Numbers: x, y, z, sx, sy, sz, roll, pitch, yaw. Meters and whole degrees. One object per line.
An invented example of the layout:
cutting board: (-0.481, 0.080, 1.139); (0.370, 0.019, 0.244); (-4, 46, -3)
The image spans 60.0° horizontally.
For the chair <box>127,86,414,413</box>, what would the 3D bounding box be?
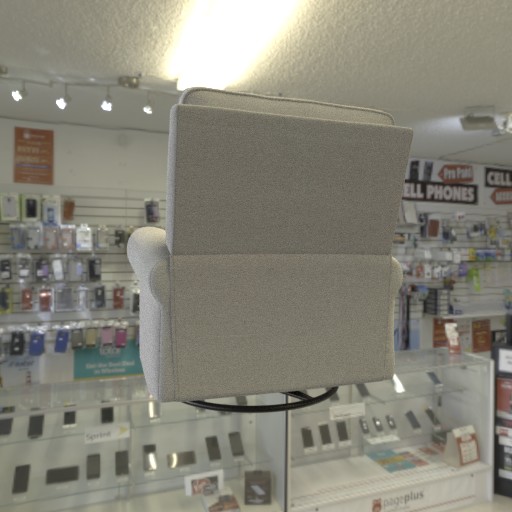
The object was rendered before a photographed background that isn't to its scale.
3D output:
chair: (0.000, 0.000, 1.624); (0.890, 0.960, 0.878); (0, 0, -18)
